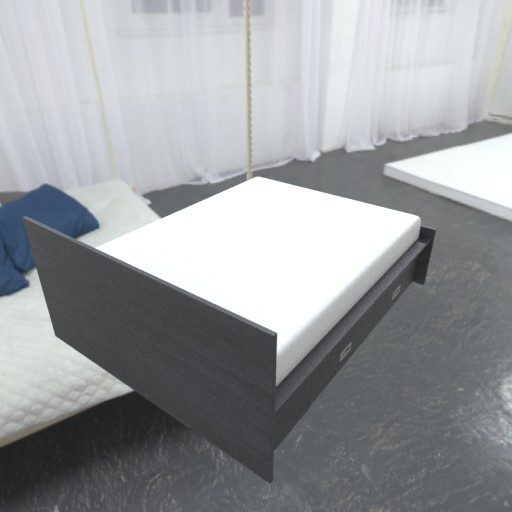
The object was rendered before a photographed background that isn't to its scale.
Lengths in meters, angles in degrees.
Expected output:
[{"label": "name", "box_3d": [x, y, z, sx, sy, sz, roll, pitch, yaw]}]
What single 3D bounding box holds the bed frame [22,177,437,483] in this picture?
[{"label": "bed frame", "box_3d": [0.000, 0.000, 2.797, 1.622, 0.800, 1.960, 20, 35, 32]}]
